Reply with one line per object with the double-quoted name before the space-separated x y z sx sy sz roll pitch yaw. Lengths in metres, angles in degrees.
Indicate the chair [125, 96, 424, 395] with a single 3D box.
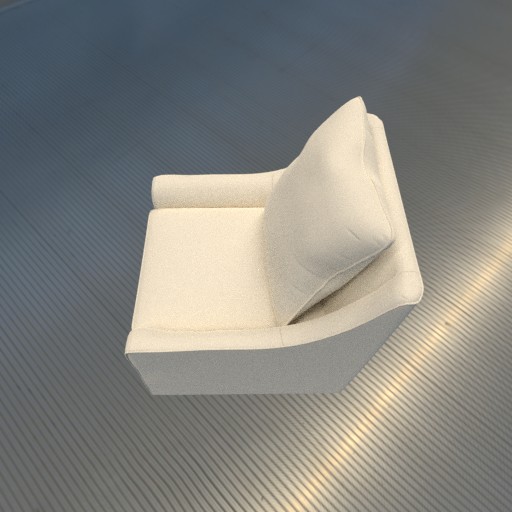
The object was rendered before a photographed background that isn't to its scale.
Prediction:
"chair" 0.000 0.000 1.620 0.876 0.965 0.756 -1 57 0
